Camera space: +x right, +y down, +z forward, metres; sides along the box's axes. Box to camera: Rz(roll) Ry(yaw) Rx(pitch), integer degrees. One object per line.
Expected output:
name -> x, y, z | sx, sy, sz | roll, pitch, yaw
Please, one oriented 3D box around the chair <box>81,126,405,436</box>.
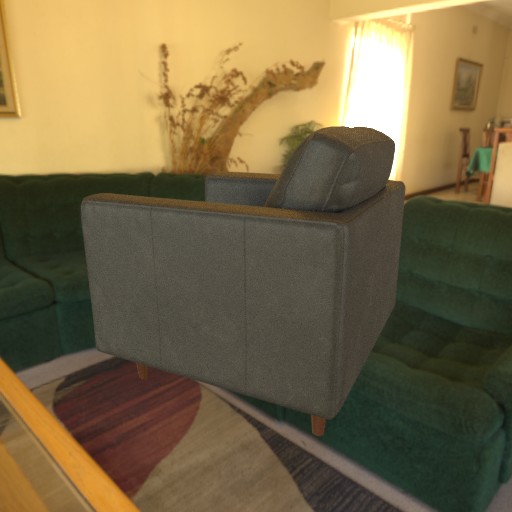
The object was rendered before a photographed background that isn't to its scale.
chair -> 0.000, 0.000, 1.589 | 0.879, 0.898, 0.831 | 8, 19, 26
